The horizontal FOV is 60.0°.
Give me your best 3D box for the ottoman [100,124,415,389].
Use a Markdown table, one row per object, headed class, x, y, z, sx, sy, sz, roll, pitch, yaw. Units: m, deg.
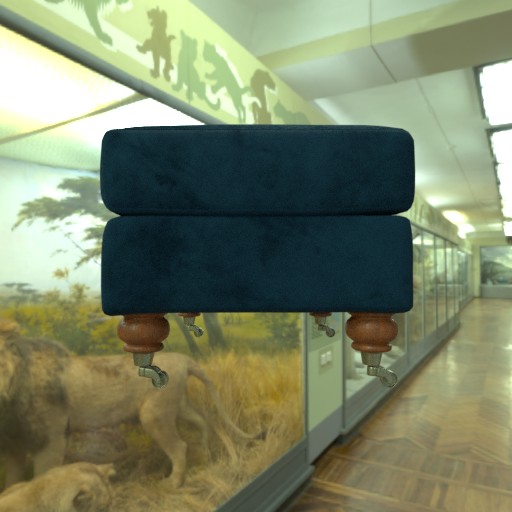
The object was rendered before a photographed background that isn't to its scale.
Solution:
| class | x | y | z | sx | sy | sz | roll | pitch | yaw |
| --- | --- | --- | --- | --- | --- | --- | --- | --- | --- |
| ottoman | 0.000 | 0.000 | 1.132 | 0.572 | 0.503 | 0.773 | 0 | -2 | -1 |
